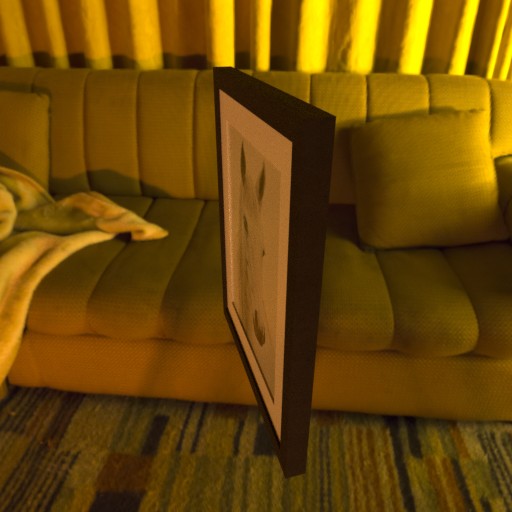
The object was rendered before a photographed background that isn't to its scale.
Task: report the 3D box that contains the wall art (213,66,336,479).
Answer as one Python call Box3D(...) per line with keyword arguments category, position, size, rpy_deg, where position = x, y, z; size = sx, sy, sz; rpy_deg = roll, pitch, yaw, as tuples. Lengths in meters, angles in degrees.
Box3D(category="wall art", position=(0.000, 0.000, 0.757), size=(0.034, 0.552, 0.455), rpy_deg=(-8, 30, -14))
